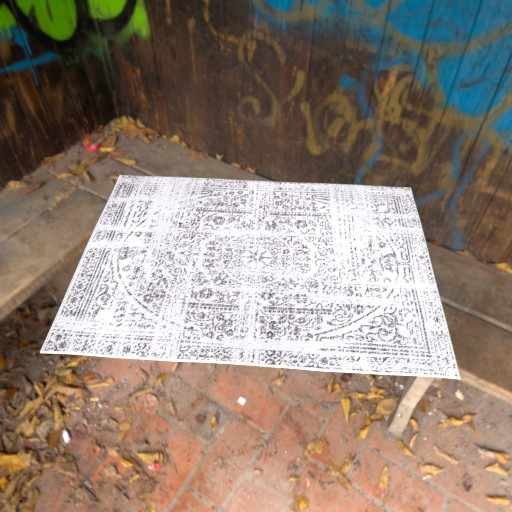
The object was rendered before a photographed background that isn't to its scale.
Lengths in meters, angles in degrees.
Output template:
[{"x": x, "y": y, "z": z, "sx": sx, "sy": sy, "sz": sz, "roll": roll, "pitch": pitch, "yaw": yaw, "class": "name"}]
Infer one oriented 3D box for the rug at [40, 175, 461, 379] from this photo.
[{"x": 0.000, "y": 0.000, "z": 3.112, "sx": 2.438, "sy": 0.026, "sz": 1.706, "roll": 3, "pitch": 48, "yaw": 3, "class": "rug"}]
